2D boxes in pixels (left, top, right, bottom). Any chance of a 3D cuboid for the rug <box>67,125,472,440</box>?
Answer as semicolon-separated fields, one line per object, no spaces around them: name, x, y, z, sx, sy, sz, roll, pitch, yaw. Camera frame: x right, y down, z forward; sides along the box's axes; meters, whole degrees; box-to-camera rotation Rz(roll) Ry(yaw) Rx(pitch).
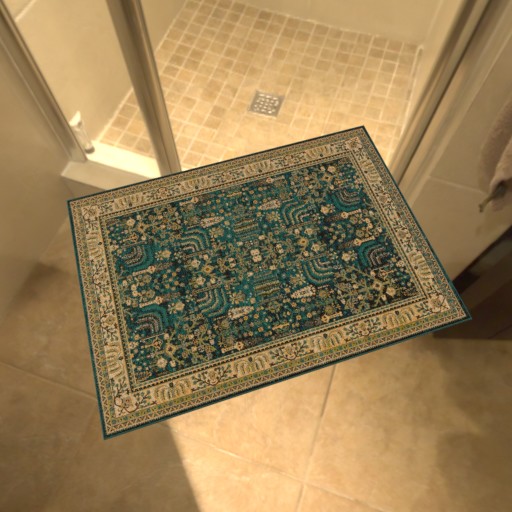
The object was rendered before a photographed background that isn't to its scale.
rug;0.000;0.000;2.847;2.213;0.013;1.594;-16;65;-8
